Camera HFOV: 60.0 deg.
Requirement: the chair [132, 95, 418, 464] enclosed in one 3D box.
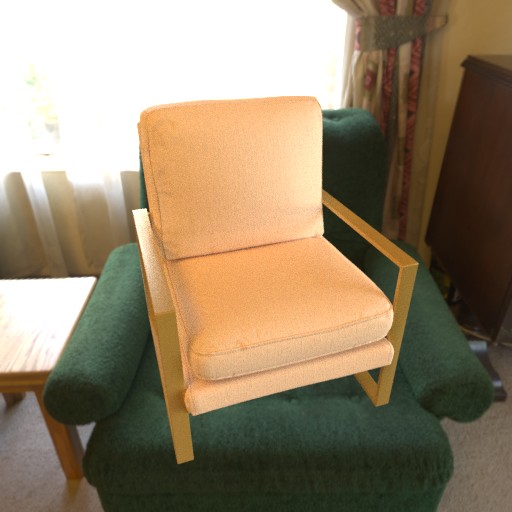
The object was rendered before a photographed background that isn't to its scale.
[{"bbox_3d":[0.000,0.000,1.531,0.758,0.956,0.813,-10,33,-15],"label":"chair"}]
